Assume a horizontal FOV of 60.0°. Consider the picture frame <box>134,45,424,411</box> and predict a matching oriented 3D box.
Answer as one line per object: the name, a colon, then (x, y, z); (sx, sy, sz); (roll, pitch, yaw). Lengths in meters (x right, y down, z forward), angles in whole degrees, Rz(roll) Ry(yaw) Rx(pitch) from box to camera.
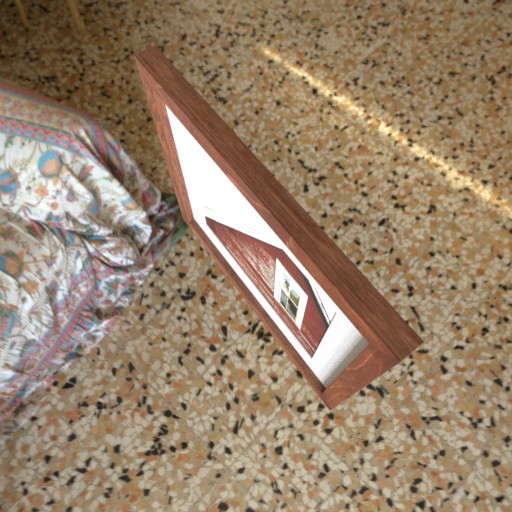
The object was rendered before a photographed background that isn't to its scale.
picture frame: (0.000, 0.000, 0.534); (0.025, 0.330, 0.381); (-34, 69, -14)
